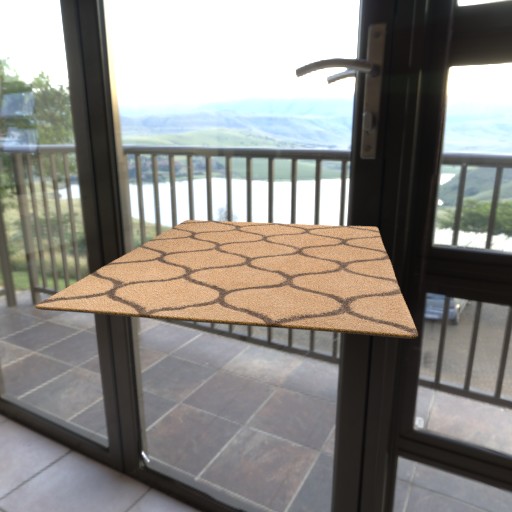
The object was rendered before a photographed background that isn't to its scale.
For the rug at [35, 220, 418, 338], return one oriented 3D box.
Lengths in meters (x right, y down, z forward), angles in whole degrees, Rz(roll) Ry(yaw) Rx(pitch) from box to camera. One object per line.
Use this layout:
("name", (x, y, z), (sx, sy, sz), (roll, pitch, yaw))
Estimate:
("rug", (0.000, 0.000, 4.088), (2.399, 0.026, 3.000), (3, 16, 10))
